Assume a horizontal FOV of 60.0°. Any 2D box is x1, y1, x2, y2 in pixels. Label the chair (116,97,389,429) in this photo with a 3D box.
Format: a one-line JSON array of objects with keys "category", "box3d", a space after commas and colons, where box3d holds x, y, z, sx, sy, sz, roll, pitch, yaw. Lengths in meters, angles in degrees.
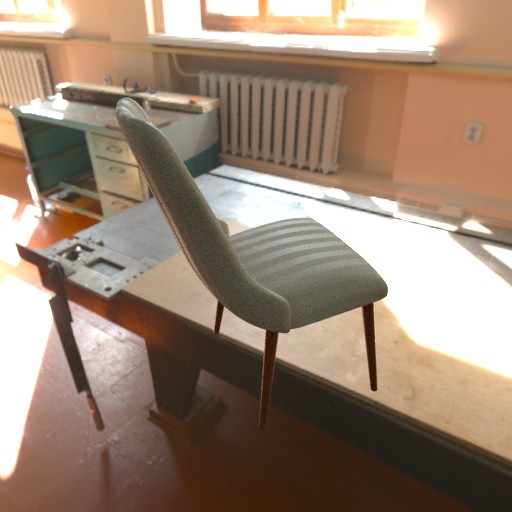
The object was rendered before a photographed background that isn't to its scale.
[{"category": "chair", "box3d": [0.000, 0.000, 1.342, 0.684, 0.917, 0.526, -11, 32, -19]}]
